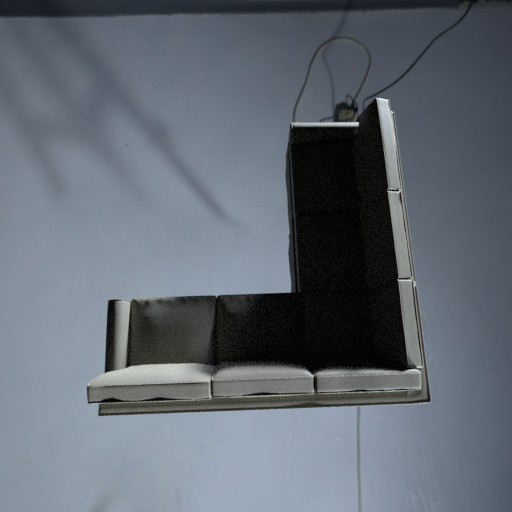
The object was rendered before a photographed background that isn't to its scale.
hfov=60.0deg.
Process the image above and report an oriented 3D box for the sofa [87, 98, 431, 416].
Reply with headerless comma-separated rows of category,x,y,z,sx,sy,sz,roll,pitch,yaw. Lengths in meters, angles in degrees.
sofa,0.000,0.000,4.024,2.623,1.081,2.618,-2,75,-1
